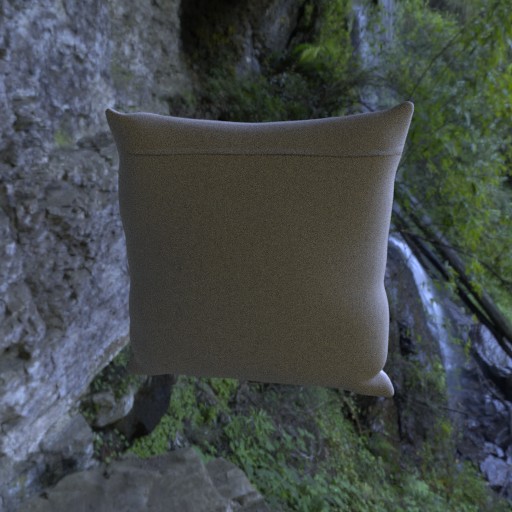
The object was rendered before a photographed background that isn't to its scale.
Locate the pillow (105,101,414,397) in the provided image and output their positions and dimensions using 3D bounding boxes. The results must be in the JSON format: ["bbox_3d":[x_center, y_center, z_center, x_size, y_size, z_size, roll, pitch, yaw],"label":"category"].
[{"bbox_3d":[0.000,0.000,0.672,0.440,0.441,0.182,2,17,7],"label":"pillow"}]
